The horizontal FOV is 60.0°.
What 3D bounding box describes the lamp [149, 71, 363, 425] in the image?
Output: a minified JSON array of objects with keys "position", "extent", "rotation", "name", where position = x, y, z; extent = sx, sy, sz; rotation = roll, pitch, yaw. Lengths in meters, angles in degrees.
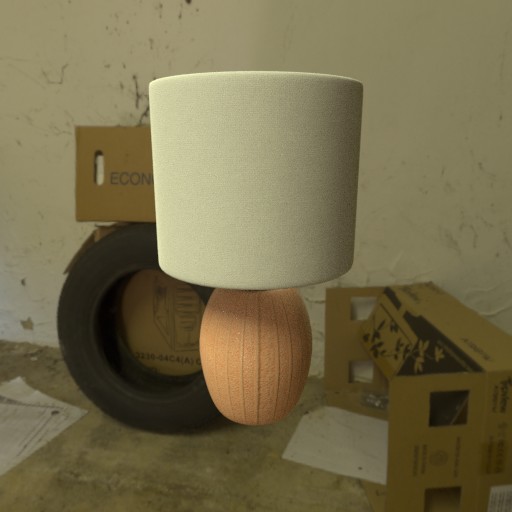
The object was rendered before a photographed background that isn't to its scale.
[{"position":[0.000,0.000,0.764],"extent":[0.329,0.570,0.329],"rotation":[0,15,0],"name":"lamp"}]
